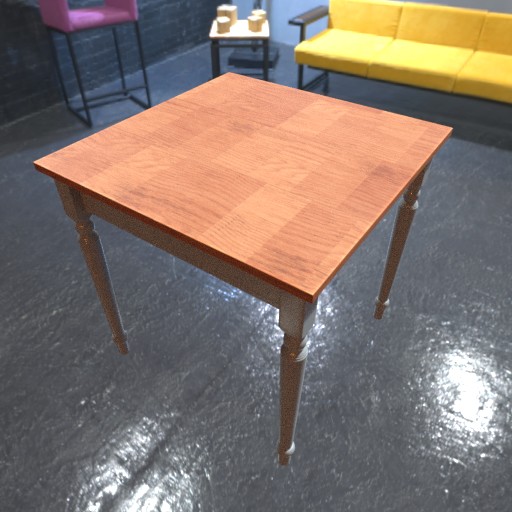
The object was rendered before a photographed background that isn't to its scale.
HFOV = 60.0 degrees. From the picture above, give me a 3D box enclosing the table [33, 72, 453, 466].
[{"bbox_3d":[0.000,0.000,1.343,0.747,0.738,0.747,25,47,26],"label":"table"}]
